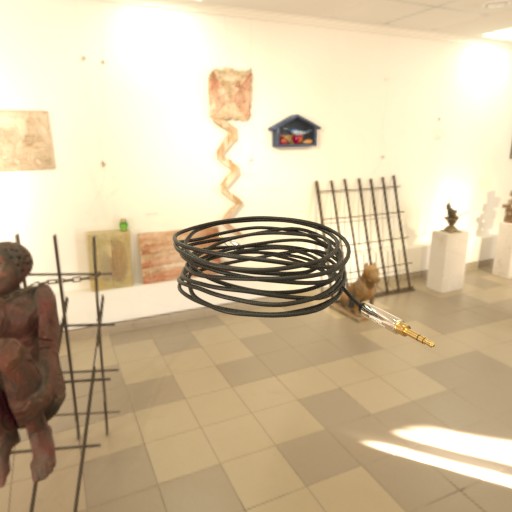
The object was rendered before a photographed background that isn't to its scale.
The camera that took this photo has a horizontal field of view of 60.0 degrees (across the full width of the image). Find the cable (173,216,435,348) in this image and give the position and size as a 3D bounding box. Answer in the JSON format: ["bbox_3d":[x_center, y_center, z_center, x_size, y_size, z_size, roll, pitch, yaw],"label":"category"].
[{"bbox_3d":[0.000,0.000,0.509,0.198,0.069,0.432,-7,17,-24],"label":"cable"}]
